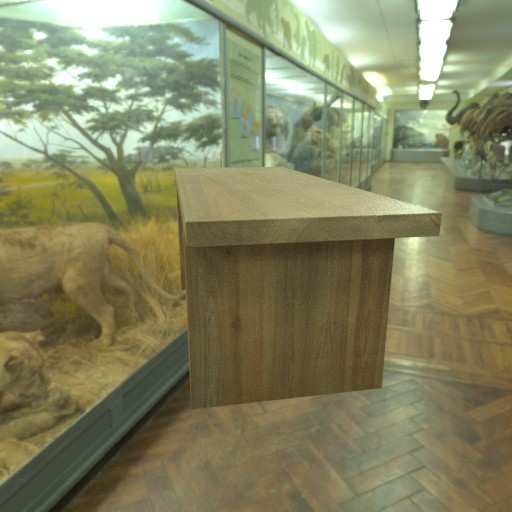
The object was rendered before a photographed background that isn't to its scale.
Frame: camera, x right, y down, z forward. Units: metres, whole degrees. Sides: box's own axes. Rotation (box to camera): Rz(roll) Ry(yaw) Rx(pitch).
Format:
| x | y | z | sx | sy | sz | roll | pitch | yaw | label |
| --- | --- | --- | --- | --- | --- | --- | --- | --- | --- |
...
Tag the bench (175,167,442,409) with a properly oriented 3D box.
| x | y | z | sx | sy | sz | roll | pitch | yaw | label |
| --- | --- | --- | --- | --- | --- | --- | --- | --- | --- |
| 0.000 | 0.000 | 1.380 | 0.458 | 0.458 | 1.183 | -3 | 16 | -10 | bench |
